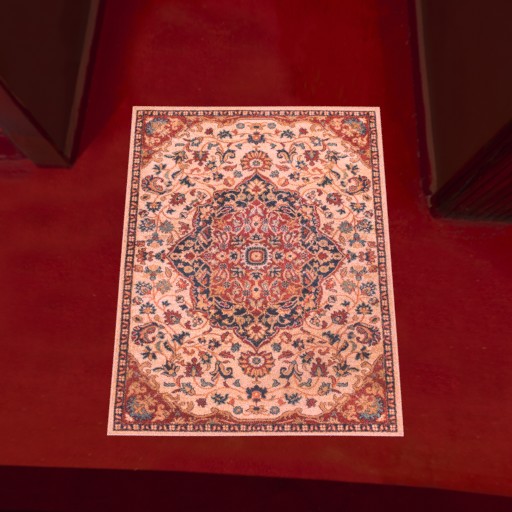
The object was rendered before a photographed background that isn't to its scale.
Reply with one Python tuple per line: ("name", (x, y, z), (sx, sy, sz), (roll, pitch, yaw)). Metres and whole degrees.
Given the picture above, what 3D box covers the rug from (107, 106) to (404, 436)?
("rug", (0.000, 0.000, 4.038), (2.454, 0.005, 3.067), (0, 76, 0))
